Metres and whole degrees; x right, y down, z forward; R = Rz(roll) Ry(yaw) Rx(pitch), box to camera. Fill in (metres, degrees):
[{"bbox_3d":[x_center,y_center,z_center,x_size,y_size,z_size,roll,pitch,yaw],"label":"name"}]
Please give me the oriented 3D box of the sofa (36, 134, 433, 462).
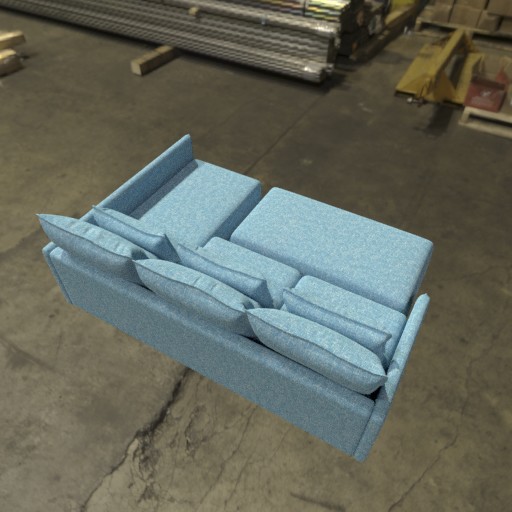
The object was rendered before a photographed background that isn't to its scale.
[{"bbox_3d":[0.000,0.000,2.728,2.034,0.899,1.420,23,51,20],"label":"sofa"}]
